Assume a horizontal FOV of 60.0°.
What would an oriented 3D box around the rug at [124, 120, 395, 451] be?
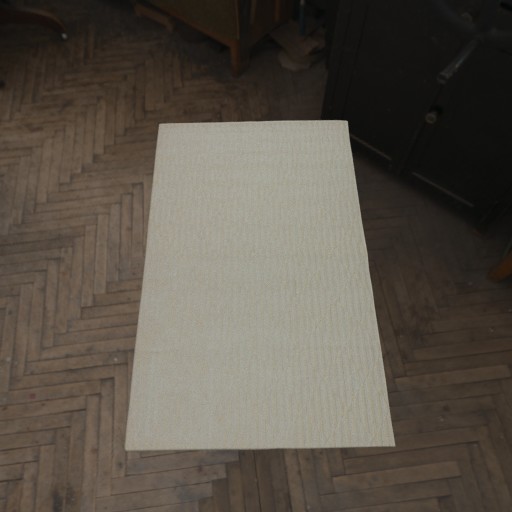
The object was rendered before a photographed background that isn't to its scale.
[{"bbox_3d":[0.000,0.000,3.041,1.531,0.014,2.441,-1,63,0],"label":"rug"}]
